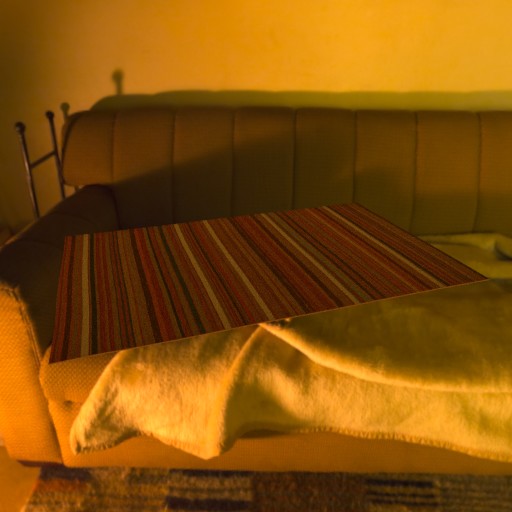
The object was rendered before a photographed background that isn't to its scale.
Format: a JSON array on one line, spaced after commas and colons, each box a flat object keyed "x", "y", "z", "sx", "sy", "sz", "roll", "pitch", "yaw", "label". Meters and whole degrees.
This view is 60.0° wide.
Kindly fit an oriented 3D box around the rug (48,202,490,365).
[{"x": 0.000, "y": 0.000, "z": 2.945, "sx": 2.438, "sy": 0.008, "sz": 1.523, "roll": -8, "pitch": 27, "yaw": -17, "label": "rug"}]
